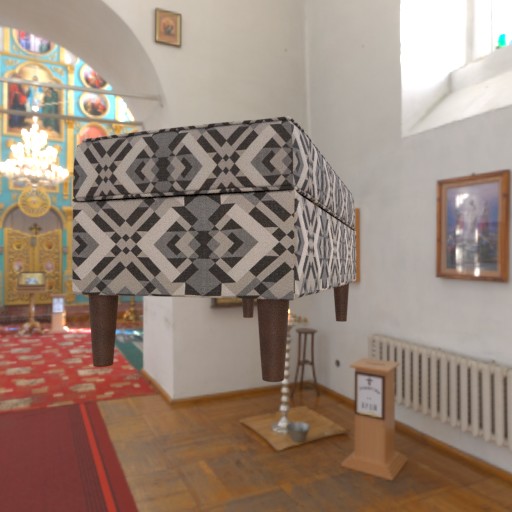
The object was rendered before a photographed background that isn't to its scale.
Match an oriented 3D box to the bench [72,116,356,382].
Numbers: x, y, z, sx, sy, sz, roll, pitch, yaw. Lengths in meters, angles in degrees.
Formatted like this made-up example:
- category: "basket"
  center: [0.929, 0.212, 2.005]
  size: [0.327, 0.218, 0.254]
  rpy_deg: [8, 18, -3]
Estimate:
- category: "bench"
  center: [0.000, 0.000, 1.316]
  size: [0.492, 0.477, 1.016]
  rpy_deg: [0, -1, 19]
